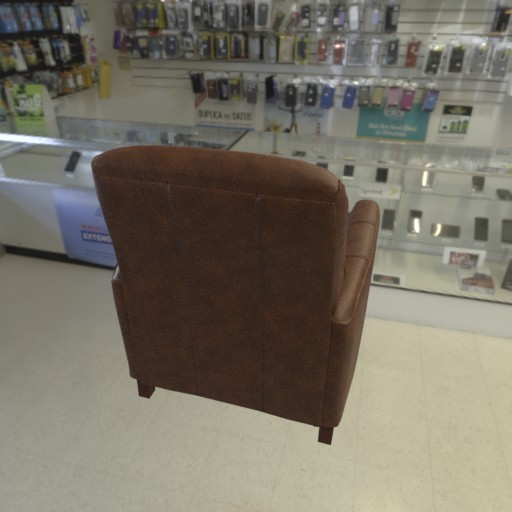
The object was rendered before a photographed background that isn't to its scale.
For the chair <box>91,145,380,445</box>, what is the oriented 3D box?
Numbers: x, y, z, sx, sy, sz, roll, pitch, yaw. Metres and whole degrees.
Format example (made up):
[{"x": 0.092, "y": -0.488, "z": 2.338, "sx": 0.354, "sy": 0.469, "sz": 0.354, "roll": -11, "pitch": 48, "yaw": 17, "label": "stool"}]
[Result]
[{"x": 0.000, "y": 0.000, "z": 1.636, "sx": 0.839, "sy": 1.010, "sz": 0.850, "roll": 9, "pitch": 31, "yaw": 15, "label": "chair"}]
